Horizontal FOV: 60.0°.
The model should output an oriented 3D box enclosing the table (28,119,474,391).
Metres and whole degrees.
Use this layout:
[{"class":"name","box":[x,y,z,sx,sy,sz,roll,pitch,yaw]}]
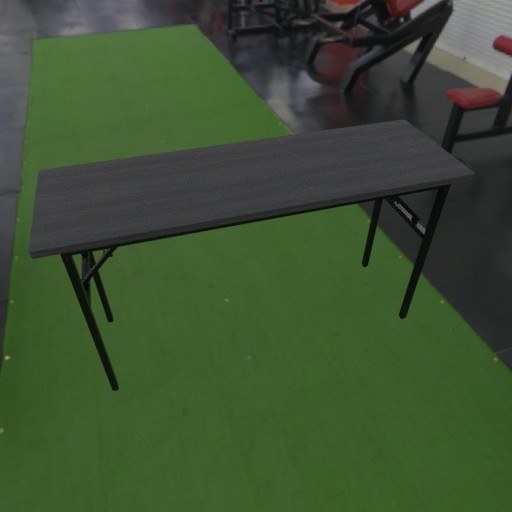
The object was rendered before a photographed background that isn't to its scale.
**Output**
[{"class":"table","box":[0.000,0.000,1.735,1.399,0.750,0.449,-11,42,-13]}]
